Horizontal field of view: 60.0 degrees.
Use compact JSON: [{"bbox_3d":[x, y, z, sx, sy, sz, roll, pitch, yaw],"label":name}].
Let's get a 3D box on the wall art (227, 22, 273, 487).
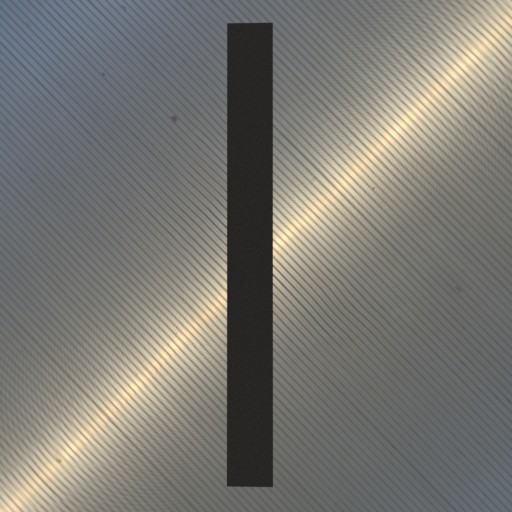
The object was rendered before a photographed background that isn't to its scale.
[{"bbox_3d":[0.000,0.000,0.446,0.030,0.305,0.308,0,89,2],"label":"wall art"}]
